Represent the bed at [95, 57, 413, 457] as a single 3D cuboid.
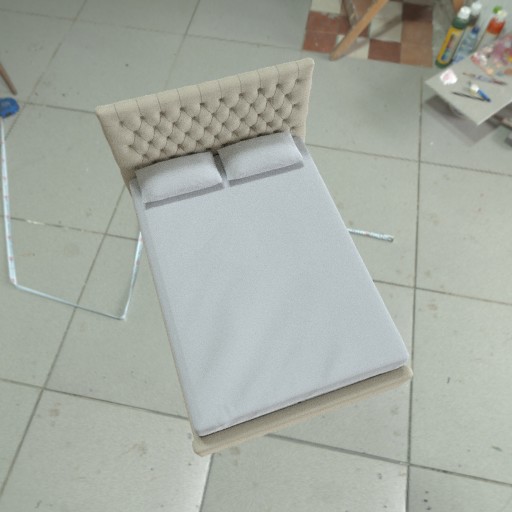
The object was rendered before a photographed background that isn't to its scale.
[{"bbox_3d":[0.000,0.000,3.424,1.698,1.427,2.387,-16,64,-8],"label":"bed"}]
